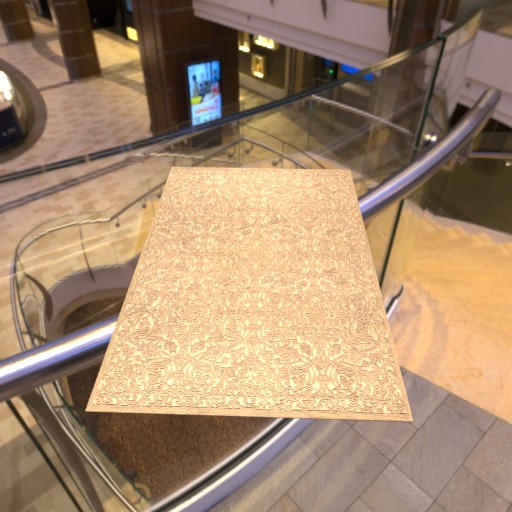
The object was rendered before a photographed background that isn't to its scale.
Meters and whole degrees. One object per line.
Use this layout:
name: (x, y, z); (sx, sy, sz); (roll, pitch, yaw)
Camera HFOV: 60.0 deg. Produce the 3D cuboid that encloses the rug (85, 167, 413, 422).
rug: (0.000, 0.000, 2.339); (1.221, 0.006, 1.827); (1, 41, 1)
